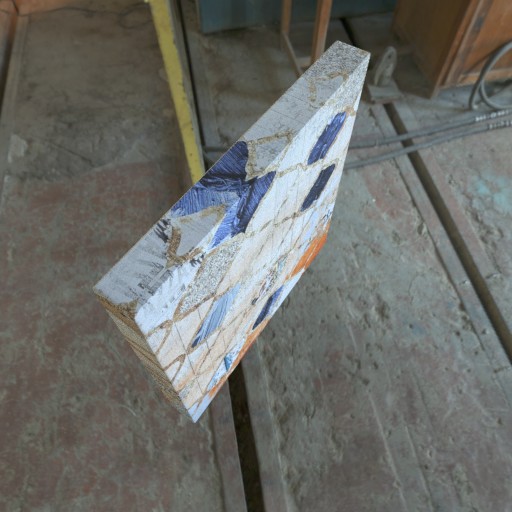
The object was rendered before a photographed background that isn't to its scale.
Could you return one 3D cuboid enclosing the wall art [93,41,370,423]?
[{"bbox_3d":[0.000,0.000,0.455,0.036,0.304,0.303,30,63,17],"label":"wall art"}]
